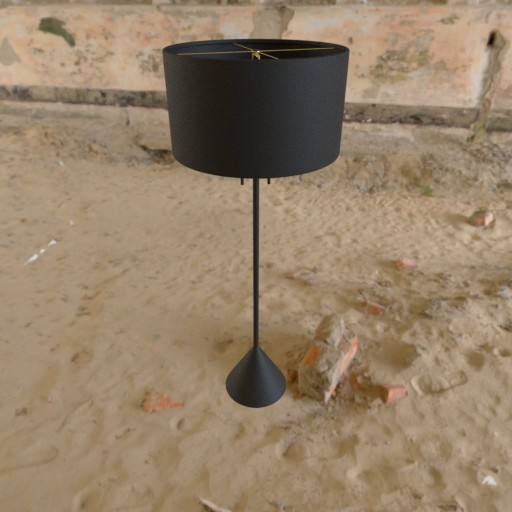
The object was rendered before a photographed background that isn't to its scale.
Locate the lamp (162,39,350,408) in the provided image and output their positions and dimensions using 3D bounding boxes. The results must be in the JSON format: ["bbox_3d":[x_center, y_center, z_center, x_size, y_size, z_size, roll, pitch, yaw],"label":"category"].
[{"bbox_3d":[0.000,0.000,1.782,0.580,1.526,0.580,-10,32,-16],"label":"lamp"}]
